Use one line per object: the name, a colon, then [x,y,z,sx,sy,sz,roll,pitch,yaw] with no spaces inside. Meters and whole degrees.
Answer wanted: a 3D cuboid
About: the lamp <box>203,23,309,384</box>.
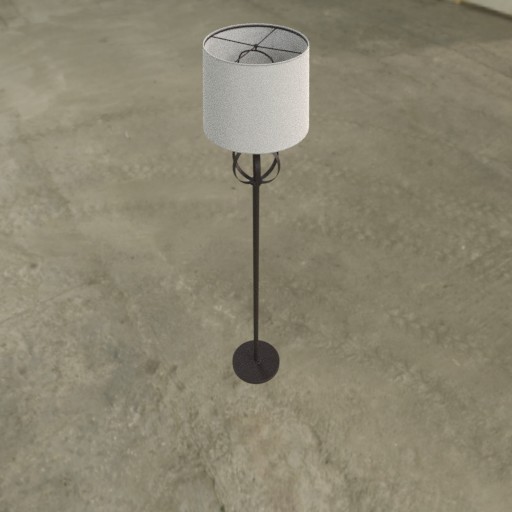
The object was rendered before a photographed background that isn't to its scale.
lamp: [0.000,0.000,1.578,0.286,1.462,0.286,-4,46,-3]
